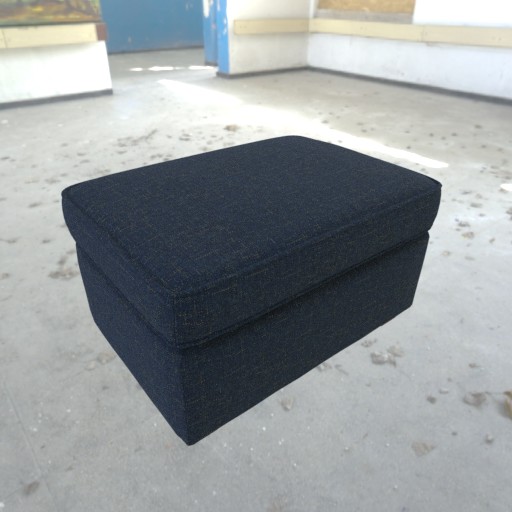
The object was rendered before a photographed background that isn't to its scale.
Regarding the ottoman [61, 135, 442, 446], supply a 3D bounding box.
[{"bbox_3d":[0.000,0.000,1.103,0.749,0.450,0.549,-22,37,-32],"label":"ottoman"}]
